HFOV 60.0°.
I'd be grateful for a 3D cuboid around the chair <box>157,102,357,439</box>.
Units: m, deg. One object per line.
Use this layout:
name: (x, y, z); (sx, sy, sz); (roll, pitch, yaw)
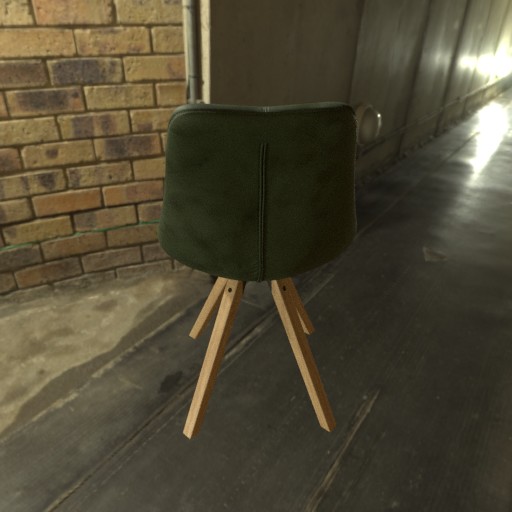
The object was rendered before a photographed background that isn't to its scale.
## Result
chair: (0.000, 0.000, 1.168); (0.483, 0.865, 0.547); (-2, 29, -3)
